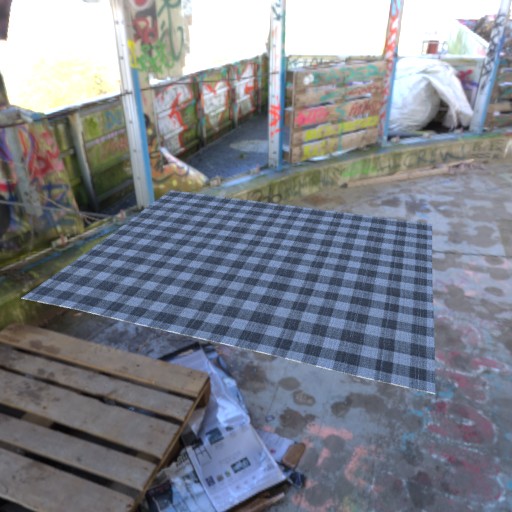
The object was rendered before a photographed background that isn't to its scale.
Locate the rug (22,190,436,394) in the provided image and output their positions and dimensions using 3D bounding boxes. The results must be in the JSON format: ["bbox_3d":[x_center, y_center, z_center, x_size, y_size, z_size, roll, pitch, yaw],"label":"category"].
[{"bbox_3d":[0.000,0.000,3.993,3.021,0.013,2.432,9,31,16],"label":"rug"}]
